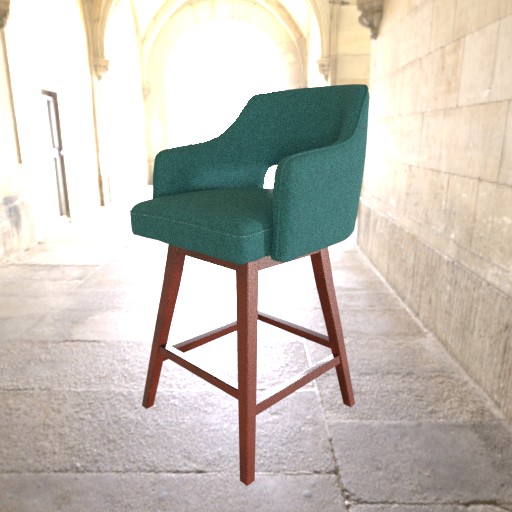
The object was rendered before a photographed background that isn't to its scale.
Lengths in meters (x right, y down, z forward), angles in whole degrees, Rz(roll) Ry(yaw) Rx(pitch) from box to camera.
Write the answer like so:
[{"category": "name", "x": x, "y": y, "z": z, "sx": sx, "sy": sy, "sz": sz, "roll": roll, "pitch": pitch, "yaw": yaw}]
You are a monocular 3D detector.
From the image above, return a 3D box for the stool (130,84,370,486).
[{"category": "stool", "x": 0.000, "y": 0.000, "z": 1.291, "sx": 0.548, "sy": 0.961, "sz": 0.556, "roll": 15, "pitch": 21, "yaw": 43}]
